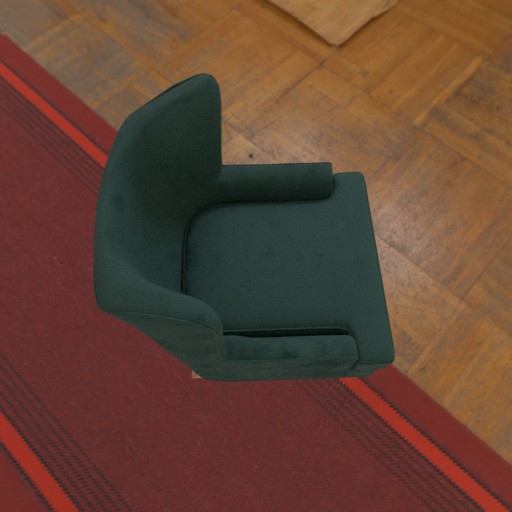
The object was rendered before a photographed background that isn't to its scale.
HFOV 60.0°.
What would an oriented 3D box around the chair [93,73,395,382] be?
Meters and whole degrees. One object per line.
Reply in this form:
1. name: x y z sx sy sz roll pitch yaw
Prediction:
1. chair: 0.000 0.000 1.585 0.910 0.952 0.793 -2 65 -1
